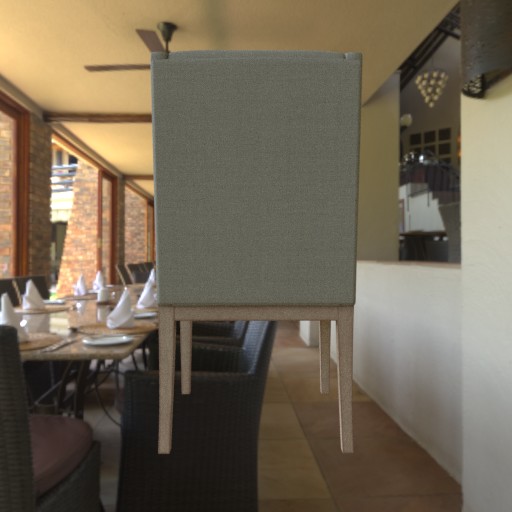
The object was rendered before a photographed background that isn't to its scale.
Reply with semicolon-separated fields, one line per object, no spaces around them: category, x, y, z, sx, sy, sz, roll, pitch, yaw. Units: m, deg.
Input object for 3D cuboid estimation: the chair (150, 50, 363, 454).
chair;0.000;0.000;1.381;0.575;1.021;0.611;0;0;0
